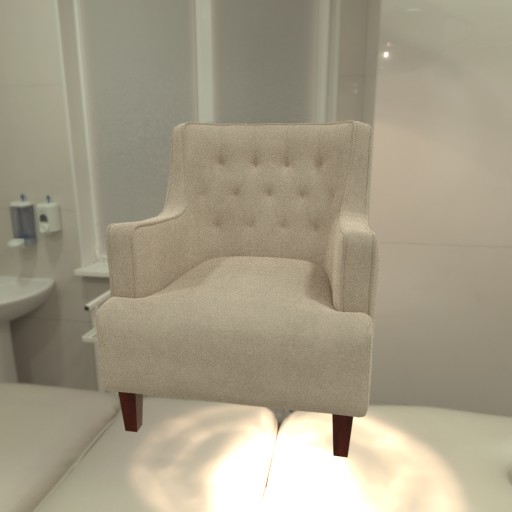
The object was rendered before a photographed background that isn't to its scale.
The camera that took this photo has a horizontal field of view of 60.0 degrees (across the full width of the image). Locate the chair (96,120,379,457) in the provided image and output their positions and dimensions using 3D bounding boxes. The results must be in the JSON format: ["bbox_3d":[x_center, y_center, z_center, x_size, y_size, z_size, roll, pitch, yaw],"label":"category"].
[{"bbox_3d":[0.000,0.000,1.539,0.781,0.920,0.910,3,14,10],"label":"chair"}]
